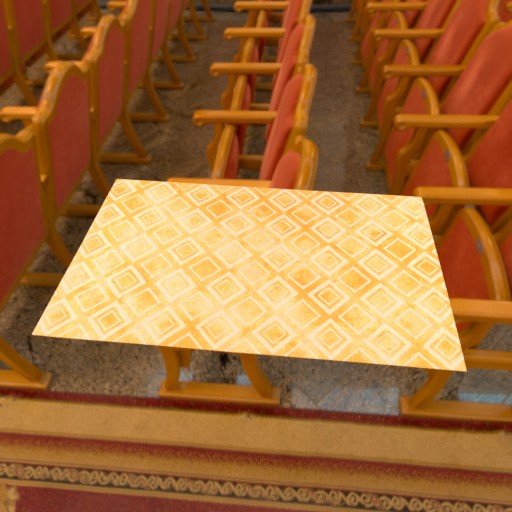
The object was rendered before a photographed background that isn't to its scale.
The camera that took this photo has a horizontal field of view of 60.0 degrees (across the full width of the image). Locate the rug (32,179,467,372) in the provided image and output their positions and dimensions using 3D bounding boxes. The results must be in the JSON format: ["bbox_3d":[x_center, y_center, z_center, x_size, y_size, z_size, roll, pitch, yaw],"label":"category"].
[{"bbox_3d":[0.000,0.000,2.975,2.424,0.010,1.511,4,46,4],"label":"rug"}]
